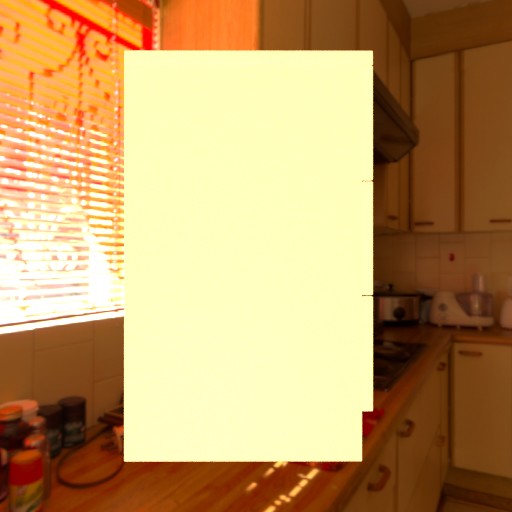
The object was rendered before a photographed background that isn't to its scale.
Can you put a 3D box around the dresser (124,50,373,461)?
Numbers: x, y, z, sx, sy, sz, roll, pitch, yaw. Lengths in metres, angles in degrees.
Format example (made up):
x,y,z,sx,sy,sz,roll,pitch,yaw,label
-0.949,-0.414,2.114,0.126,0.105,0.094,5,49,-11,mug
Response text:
x,y,z,sx,sy,sz,roll,pitch,yaw,label
0.000,0.000,0.804,0.360,0.560,0.400,0,0,0,dresser
